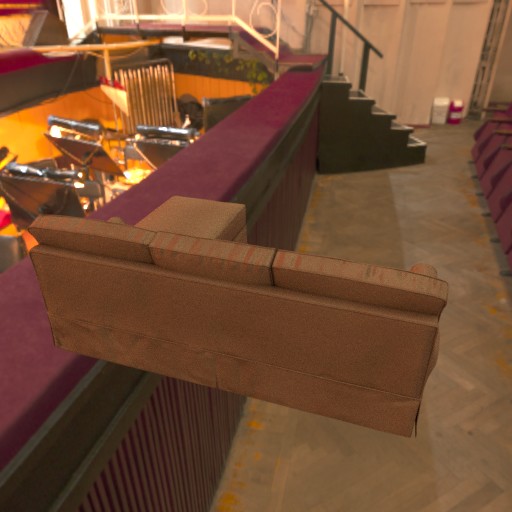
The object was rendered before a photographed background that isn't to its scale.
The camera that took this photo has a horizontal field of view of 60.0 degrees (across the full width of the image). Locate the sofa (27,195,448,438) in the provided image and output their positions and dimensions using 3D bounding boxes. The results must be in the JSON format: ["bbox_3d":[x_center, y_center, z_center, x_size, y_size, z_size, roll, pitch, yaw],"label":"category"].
[{"bbox_3d":[0.000,0.000,3.231,2.475,0.978,1.733,9,31,16],"label":"sofa"}]
